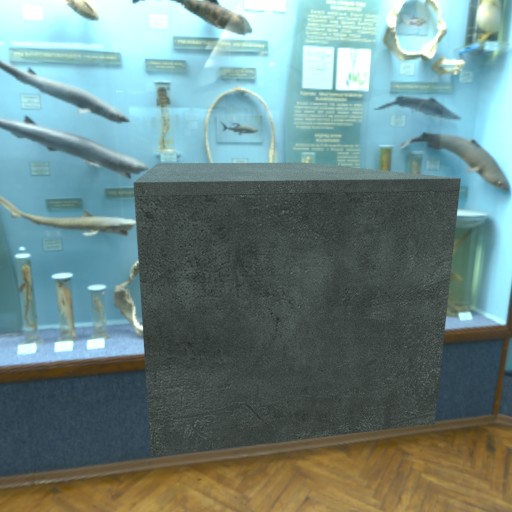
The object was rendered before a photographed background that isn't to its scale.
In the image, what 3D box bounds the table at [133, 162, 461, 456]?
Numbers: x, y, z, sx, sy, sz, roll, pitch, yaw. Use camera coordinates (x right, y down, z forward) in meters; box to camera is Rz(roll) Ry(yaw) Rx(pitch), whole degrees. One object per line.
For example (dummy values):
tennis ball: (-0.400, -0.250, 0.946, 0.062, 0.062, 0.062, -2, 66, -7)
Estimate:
table: (0.000, 0.000, 0.899, 0.400, 0.350, 0.700, -2, 14, -10)
